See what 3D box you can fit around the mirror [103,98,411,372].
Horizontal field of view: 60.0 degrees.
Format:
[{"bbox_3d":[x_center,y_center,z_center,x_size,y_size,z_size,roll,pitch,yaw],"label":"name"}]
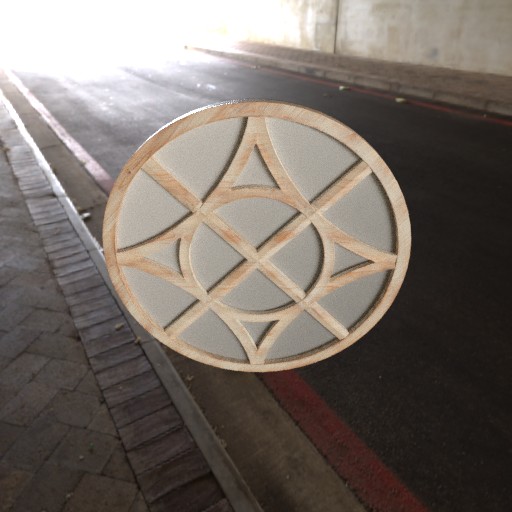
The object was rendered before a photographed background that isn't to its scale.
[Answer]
[{"bbox_3d":[0.000,0.000,1.052,0.710,0.710,0.038,1,30,1],"label":"mirror"}]
